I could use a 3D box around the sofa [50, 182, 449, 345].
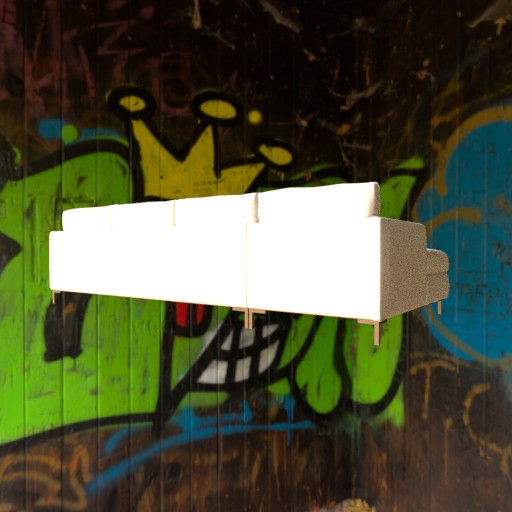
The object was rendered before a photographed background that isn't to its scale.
[{"bbox_3d":[0.000,0.000,3.480,2.737,0.756,1.879,1,1,35],"label":"sofa"}]
